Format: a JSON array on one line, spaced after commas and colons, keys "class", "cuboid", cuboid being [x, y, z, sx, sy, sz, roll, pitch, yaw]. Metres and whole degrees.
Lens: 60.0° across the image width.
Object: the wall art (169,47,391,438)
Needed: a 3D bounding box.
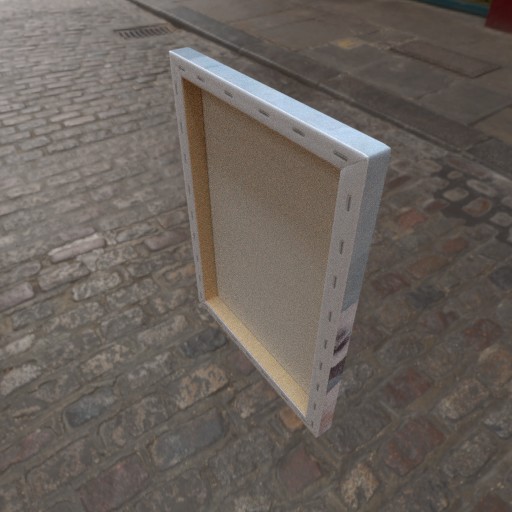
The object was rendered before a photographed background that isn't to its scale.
[{"class": "wall art", "cuboid": [0.000, 0.000, 0.813, 0.037, 0.613, 0.455, -25, 47, -26]}]
